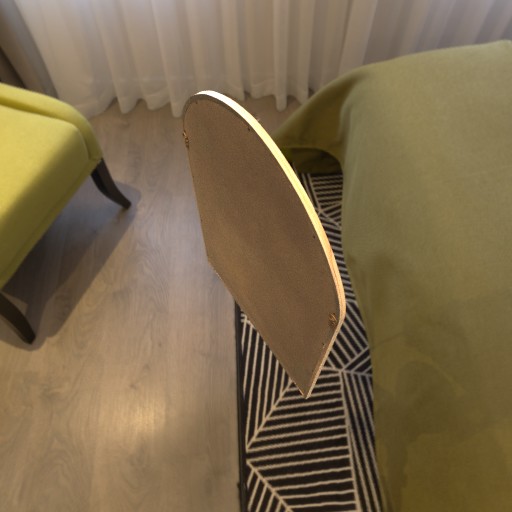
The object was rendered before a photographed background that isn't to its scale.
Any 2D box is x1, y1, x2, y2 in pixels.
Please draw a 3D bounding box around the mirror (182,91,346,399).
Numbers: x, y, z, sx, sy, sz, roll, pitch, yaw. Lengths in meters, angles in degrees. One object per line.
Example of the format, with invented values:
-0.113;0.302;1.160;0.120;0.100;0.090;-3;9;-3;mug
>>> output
0.000;0.000;1.144;0.032;0.915;0.609;-30;64;-16;mirror
